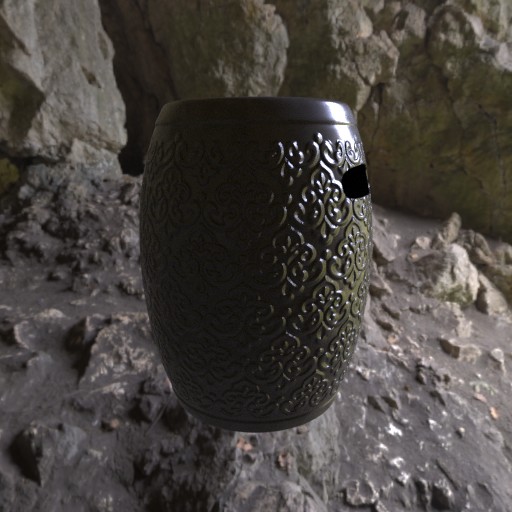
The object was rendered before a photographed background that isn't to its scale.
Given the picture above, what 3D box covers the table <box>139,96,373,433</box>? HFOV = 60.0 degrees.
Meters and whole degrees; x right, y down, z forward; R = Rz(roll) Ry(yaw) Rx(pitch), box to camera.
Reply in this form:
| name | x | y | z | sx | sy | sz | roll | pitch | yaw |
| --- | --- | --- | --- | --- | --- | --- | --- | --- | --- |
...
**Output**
| name | x | y | z | sx | sy | sz | roll | pitch | yaw |
| --- | --- | --- | --- | --- | --- | --- | --- | --- | --- |
| table | 0.000 | 0.000 | 0.611 | 0.309 | 0.397 | 0.309 | 0 | 14 | 0 |
